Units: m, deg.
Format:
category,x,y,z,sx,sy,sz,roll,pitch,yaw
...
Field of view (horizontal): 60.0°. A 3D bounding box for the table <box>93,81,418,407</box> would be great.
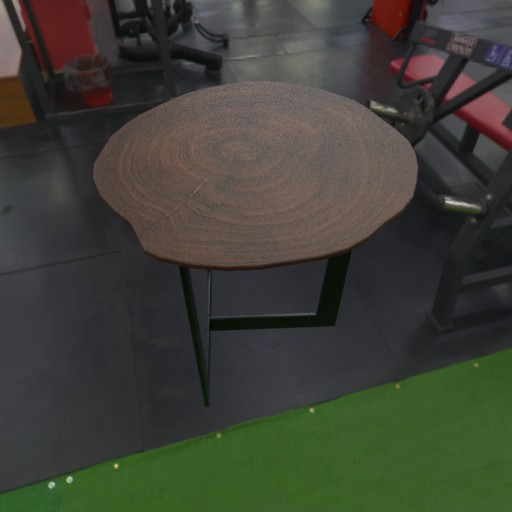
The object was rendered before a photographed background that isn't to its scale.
category,x,y,z,sx,sy,sz,roll,pitch,yaw
table,0.000,0.000,0.864,0.494,0.476,0.477,-10,47,-9
